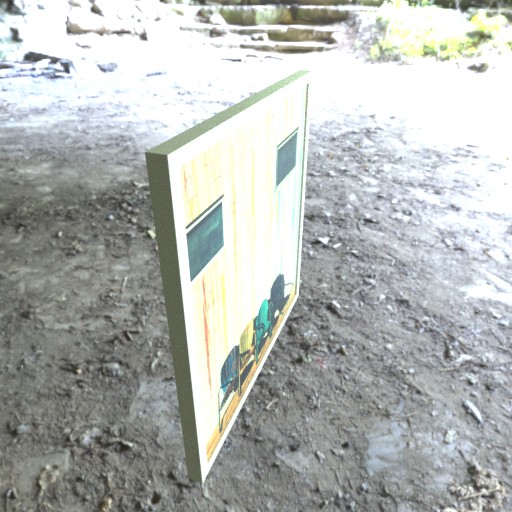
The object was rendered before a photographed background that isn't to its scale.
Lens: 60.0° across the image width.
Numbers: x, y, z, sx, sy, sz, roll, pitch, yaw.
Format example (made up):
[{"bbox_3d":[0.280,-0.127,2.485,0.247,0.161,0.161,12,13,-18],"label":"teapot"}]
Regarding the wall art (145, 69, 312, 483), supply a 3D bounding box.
[{"bbox_3d":[0.000,0.000,1.108,0.036,0.760,0.760,11,33,18],"label":"wall art"}]
